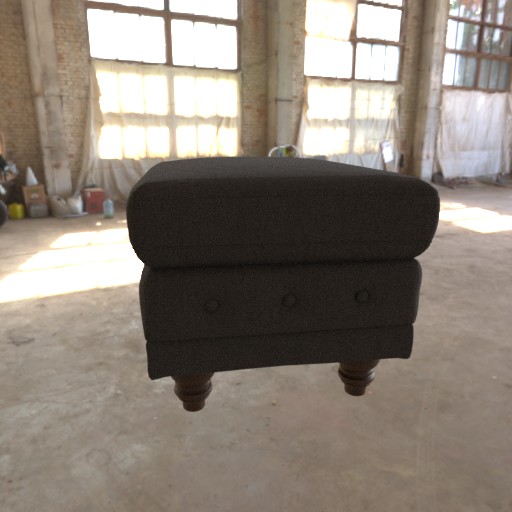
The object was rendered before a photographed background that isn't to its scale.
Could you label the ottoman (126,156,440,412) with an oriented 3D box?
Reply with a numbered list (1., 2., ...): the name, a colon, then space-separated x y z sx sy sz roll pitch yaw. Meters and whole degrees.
1. ottoman: 0.000 0.000 1.164 0.569 0.500 0.771 -2 15 -9
